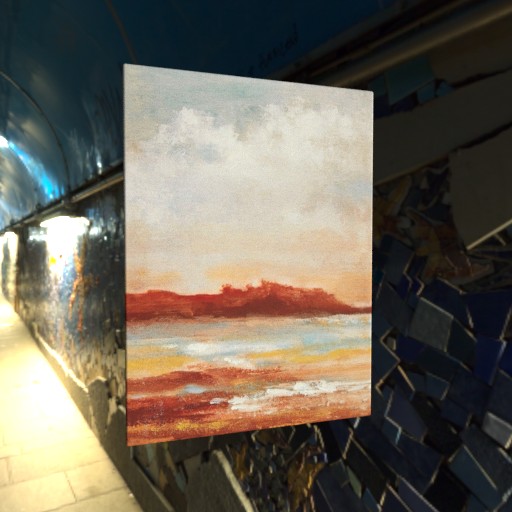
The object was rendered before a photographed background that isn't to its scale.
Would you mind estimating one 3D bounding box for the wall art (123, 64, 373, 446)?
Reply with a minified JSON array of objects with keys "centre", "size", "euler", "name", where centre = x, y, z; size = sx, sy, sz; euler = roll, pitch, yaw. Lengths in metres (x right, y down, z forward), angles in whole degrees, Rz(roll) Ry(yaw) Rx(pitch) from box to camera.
[{"centre":[0.000,0.000,0.778],"size":[0.443,0.605,0.035],"euler":[-1,2,-17],"name":"wall art"}]
